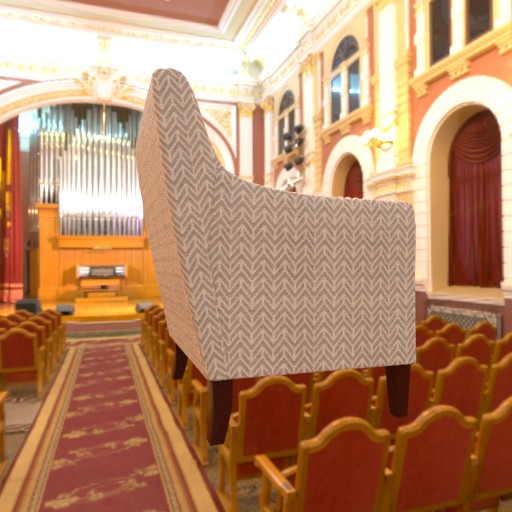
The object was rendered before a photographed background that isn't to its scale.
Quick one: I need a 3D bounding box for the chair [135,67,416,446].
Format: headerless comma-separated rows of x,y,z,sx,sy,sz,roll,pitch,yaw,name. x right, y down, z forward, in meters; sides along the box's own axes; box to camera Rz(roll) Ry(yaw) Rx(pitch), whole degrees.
0.000,0.000,1.294,0.651,0.816,0.623,0,-1,-18,chair
